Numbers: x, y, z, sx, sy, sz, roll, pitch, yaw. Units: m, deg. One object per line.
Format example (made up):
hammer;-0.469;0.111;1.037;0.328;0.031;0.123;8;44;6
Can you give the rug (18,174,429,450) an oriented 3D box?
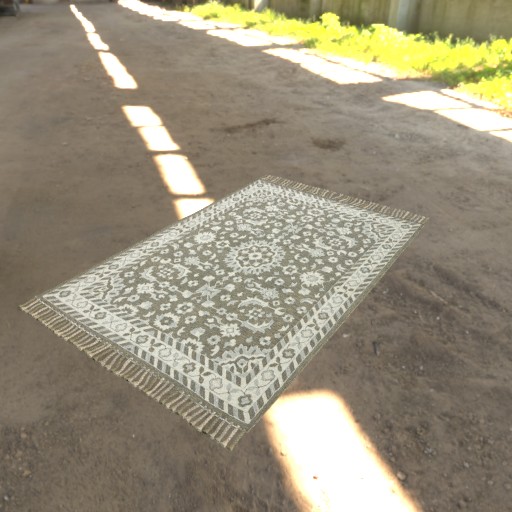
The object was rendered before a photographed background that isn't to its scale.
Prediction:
rug;0.000;0.000;2.914;1.530;0.025;2.431;21;38;30
